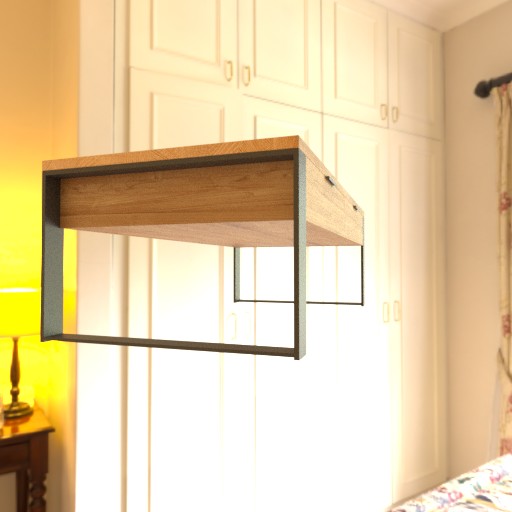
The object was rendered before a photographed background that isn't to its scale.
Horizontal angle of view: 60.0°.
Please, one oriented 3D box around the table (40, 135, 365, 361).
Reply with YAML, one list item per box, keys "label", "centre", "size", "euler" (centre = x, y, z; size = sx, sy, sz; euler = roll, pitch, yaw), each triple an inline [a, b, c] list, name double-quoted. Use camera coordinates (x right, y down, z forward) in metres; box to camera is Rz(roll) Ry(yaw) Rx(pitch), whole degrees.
- label: "table"
  centre: [0.000, 0.000, 1.434]
  size: [0.590, 0.400, 1.180]
  euler: [0, -1, 19]
